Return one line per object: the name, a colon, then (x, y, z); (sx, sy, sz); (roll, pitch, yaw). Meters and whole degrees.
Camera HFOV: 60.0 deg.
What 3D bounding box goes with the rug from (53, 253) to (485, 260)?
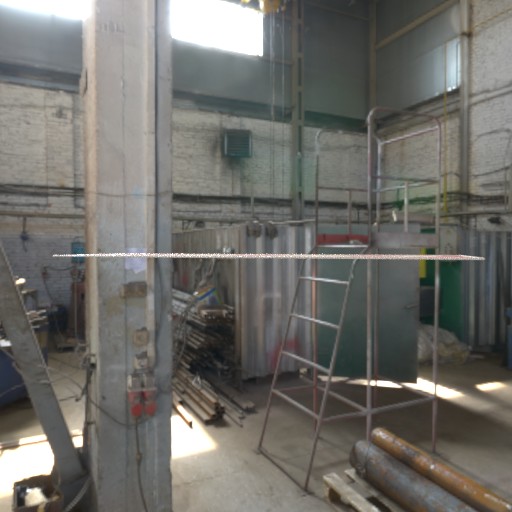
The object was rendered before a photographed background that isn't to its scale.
rug: (0.000, 0.000, 2.052); (1.824, 0.009, 0.562); (0, 1, 18)
